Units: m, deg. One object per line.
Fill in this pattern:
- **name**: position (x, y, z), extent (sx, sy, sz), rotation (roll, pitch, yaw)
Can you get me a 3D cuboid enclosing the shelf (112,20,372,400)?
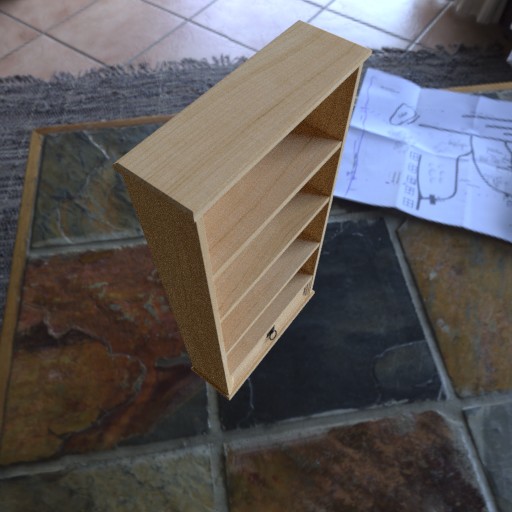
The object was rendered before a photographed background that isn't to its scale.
- **shelf**: position (0.000, 0.000, 1.217), extent (0.175, 1.030, 0.520), rotation (33, 63, 19)
